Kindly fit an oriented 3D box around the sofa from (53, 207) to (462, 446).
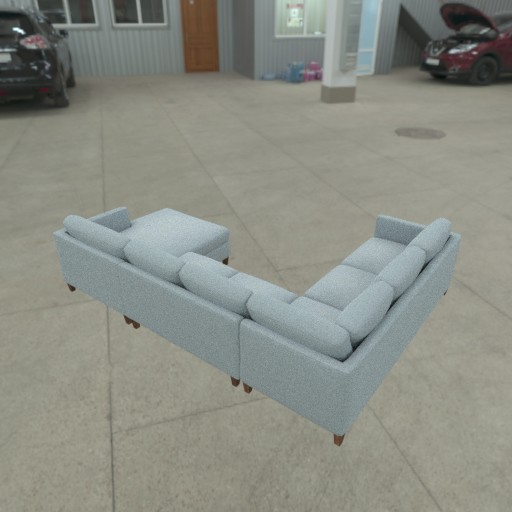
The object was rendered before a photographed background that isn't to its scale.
[{"bbox_3d":[0.000,0.000,4.638,3.403,0.889,2.551,20,35,32],"label":"sofa"}]
